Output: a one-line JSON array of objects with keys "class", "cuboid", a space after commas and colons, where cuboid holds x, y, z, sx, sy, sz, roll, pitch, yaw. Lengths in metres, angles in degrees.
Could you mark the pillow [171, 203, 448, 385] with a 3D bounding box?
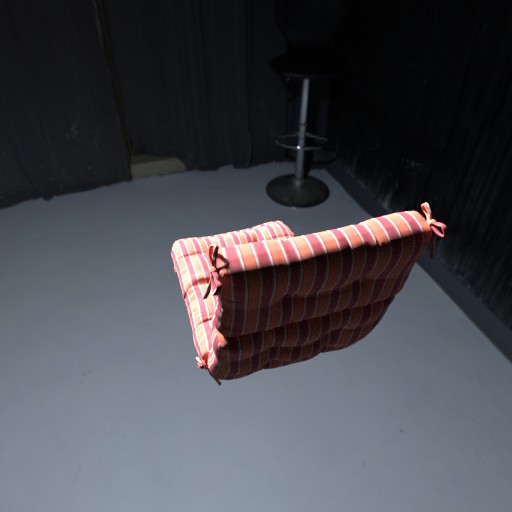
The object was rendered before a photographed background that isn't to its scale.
[{"class": "pillow", "cuboid": [0.000, 0.000, 1.468, 0.526, 0.863, 1.016, -12, 42, -14]}]
